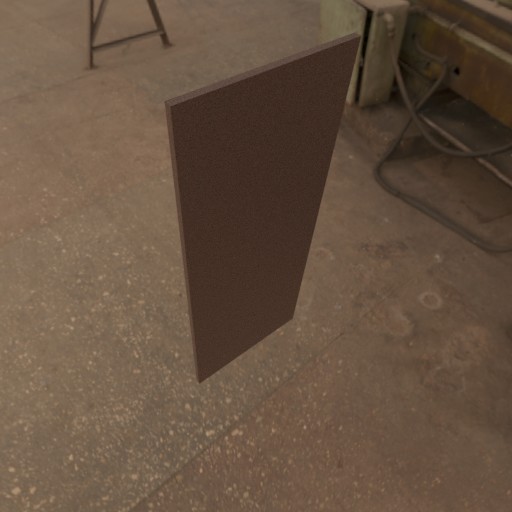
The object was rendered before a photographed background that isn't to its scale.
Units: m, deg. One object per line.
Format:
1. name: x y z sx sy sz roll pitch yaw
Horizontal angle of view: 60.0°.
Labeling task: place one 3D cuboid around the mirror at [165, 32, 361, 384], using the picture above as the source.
1. mirror: 0.000 0.000 2.249 0.812 2.020 0.221 -31 54 -25
